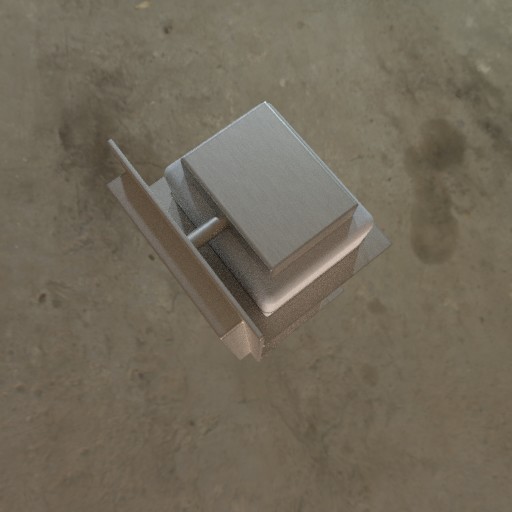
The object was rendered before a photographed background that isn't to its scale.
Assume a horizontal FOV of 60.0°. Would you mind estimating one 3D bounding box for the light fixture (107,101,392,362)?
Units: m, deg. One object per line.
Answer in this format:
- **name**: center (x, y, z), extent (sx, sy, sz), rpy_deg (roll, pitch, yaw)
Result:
- **light fixture**: center (0.000, 0.000, 0.472), extent (0.160, 0.380, 0.168), rpy_deg (-37, 78, -9)
